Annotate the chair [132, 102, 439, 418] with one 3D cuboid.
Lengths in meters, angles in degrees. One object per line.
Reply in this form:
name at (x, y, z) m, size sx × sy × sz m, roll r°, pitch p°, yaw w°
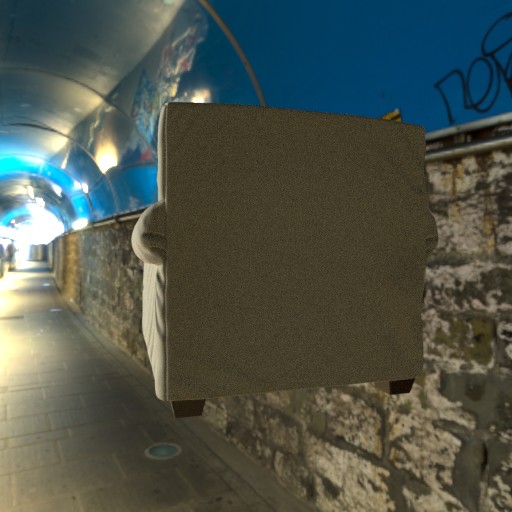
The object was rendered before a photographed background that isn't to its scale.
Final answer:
chair at (0.000, 0.000, 1.743) m, size 0.940 × 0.866 × 1.066 m, roll 0°, pitch 1°, yaw -17°
